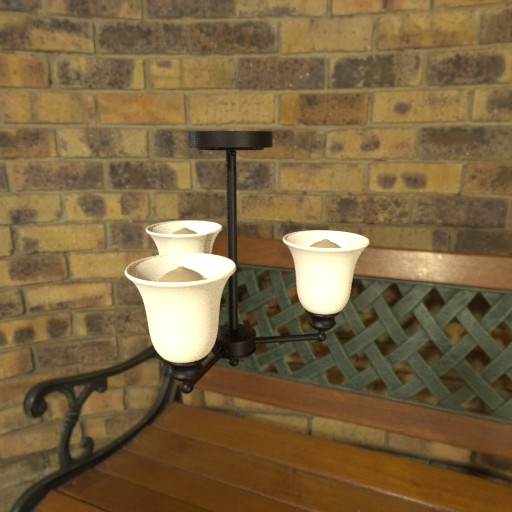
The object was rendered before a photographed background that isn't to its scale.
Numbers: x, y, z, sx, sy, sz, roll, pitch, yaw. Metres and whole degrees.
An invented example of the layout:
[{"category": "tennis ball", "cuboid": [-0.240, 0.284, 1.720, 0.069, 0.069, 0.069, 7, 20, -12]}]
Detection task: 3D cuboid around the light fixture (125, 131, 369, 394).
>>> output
[{"category": "light fixture", "cuboid": [0.000, 0.000, 0.685, 0.354, 0.370, 0.388, -2, 15, -8]}]
